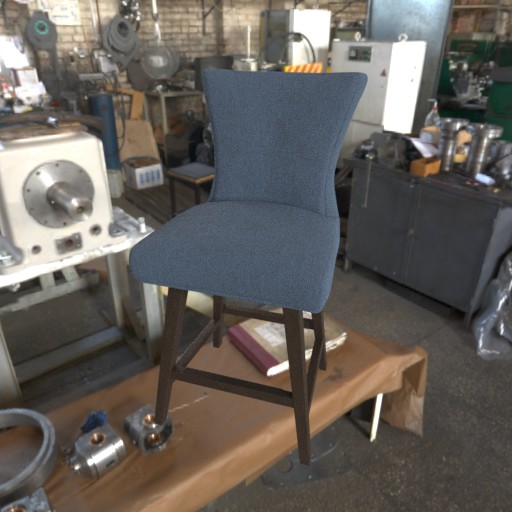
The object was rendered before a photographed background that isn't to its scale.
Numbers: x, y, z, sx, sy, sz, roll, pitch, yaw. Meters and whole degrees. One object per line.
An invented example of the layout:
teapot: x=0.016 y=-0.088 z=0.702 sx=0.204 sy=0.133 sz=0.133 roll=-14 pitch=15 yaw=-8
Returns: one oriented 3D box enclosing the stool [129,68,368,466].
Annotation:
stool: x=0.000 y=0.000 z=1.327 sx=0.514 sy=1.000 sz=0.574 roll=8 pitch=28 yaw=16
